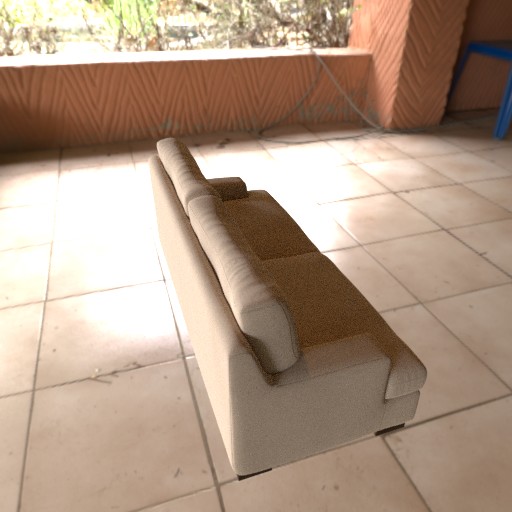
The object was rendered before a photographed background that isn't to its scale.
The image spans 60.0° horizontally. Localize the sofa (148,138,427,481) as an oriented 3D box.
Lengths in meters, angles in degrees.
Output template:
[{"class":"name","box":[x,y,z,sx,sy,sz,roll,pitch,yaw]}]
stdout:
[{"class":"sofa","box":[0.000,0.000,2.640,0.929,0.925,2.147,-10,33,-16]}]
